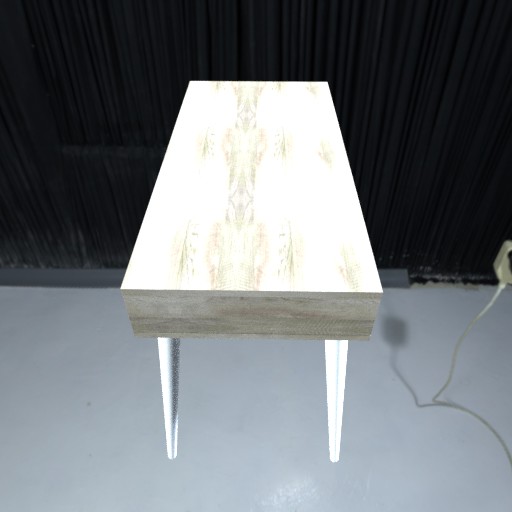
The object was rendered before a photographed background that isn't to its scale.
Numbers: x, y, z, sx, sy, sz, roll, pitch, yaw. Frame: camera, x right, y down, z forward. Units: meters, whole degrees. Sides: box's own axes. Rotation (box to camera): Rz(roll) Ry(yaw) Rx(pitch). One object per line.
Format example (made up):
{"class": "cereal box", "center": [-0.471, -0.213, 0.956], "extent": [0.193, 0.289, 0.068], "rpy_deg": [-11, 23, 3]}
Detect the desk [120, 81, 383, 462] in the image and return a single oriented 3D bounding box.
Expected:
{"class": "desk", "center": [0.000, 0.000, 1.397], "extent": [0.491, 0.723, 0.979], "rpy_deg": [1, 42, 1]}
